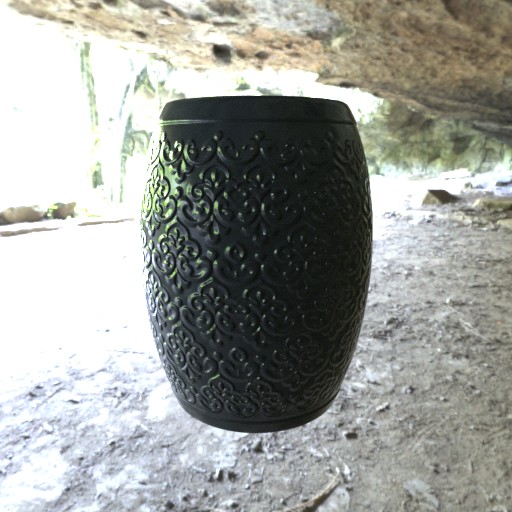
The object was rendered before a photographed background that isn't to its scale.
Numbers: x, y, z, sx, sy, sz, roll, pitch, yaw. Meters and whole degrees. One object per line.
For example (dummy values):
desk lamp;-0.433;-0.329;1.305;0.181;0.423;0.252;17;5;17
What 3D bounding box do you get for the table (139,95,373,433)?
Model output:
table;0.000;0.000;0.610;0.309;0.397;0.309;0;14;0
